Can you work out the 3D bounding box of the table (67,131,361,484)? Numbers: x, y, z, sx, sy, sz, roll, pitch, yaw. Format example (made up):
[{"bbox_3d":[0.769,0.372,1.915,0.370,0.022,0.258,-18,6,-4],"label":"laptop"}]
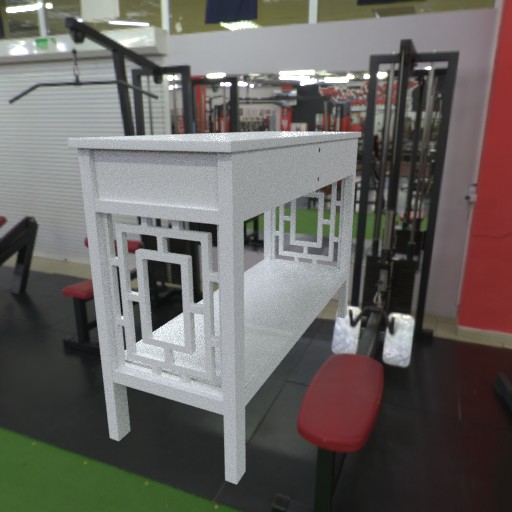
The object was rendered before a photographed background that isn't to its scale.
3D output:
[{"bbox_3d":[0.000,0.000,1.420,0.397,0.753,1.068,7,18,24],"label":"table"}]
